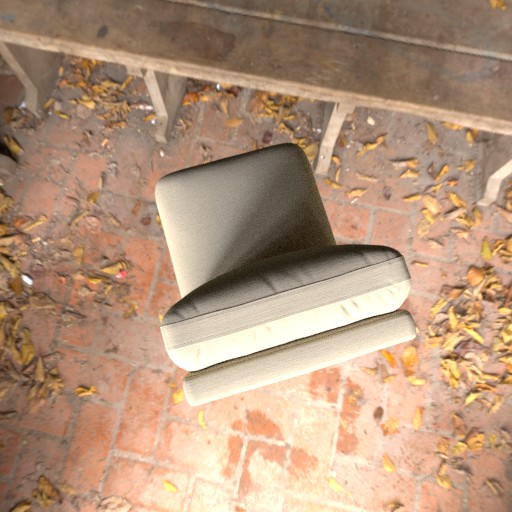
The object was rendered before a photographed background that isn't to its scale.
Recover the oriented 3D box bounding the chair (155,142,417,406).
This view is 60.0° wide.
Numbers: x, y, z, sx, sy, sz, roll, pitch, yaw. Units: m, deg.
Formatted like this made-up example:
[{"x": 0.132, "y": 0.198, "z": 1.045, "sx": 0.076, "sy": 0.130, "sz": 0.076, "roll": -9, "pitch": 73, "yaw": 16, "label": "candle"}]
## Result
[{"x": 0.000, "y": 0.000, "z": 1.322, "sx": 0.503, "sy": 0.927, "sz": 0.698, "roll": -16, "pitch": 76, "yaw": -4, "label": "chair"}]
